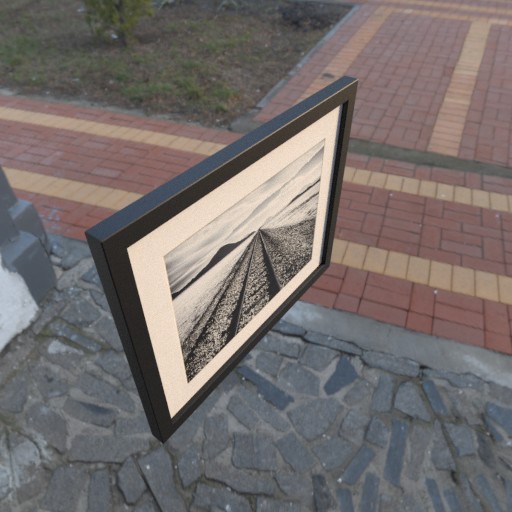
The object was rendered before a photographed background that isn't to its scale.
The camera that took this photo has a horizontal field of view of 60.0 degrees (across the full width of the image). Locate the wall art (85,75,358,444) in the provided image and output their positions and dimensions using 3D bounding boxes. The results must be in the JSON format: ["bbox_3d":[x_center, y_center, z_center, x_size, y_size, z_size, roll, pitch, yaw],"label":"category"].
[{"bbox_3d":[0.000,0.000,0.778,0.029,0.458,0.559,27,49,27],"label":"wall art"}]
